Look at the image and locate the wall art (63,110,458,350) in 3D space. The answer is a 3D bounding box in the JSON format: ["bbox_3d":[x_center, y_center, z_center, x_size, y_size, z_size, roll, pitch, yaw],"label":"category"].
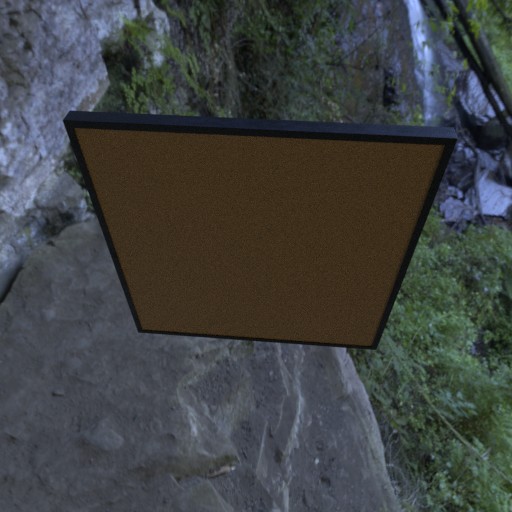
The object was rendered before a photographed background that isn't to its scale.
[{"bbox_3d":[0.000,0.000,1.146,0.763,0.763,0.039,4,48,3],"label":"wall art"}]
